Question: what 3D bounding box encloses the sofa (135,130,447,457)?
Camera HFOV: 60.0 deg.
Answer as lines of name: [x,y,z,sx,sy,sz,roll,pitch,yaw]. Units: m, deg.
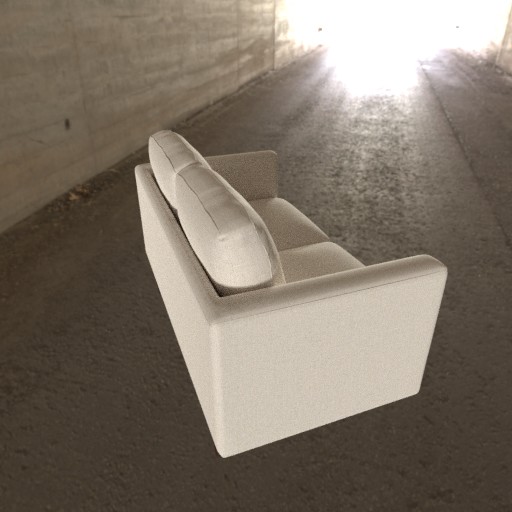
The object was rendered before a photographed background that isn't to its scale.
sofa: [0.000,0.000,1.937,0.796,0.908,1.430,-11,31,-18]
